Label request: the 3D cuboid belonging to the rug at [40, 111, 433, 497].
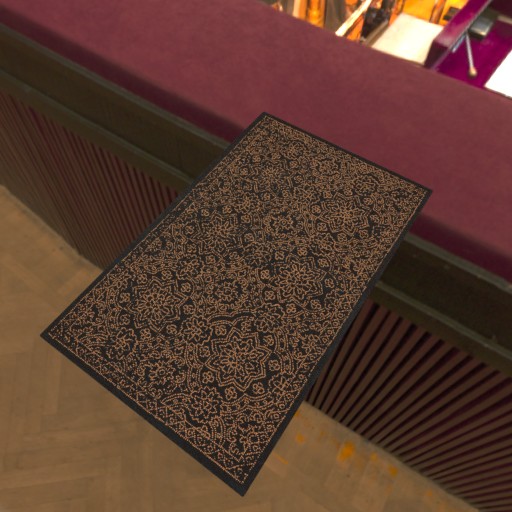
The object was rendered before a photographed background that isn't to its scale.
[{"bbox_3d":[0.000,0.000,3.000,1.526,0.015,2.441,30,63,17],"label":"rug"}]
